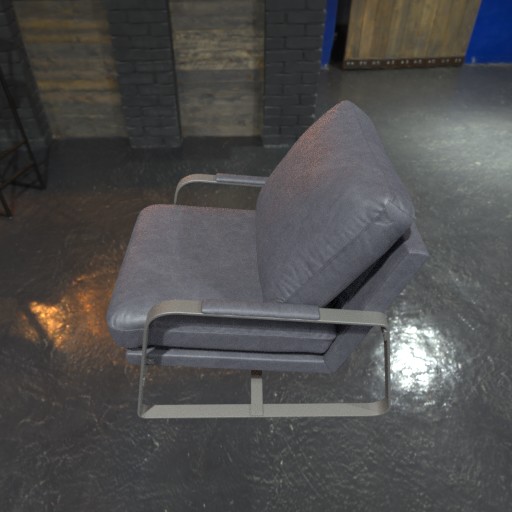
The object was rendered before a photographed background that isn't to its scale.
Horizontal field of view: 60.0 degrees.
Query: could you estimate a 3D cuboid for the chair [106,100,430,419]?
[{"bbox_3d":[0.000,0.000,1.473,0.878,0.839,0.692,0,41,0],"label":"chair"}]
